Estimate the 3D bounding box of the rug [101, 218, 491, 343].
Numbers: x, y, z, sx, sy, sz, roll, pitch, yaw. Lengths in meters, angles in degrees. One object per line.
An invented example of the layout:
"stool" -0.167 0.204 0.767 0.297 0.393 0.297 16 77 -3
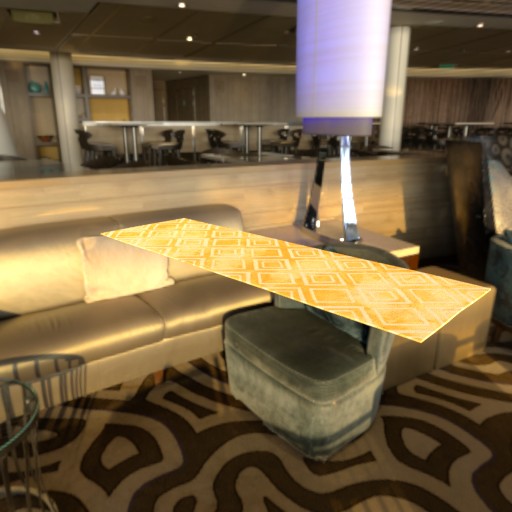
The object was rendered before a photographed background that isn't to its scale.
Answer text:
"rug" 0.000 0.000 2.702 2.438 0.010 0.775 15 22 42
